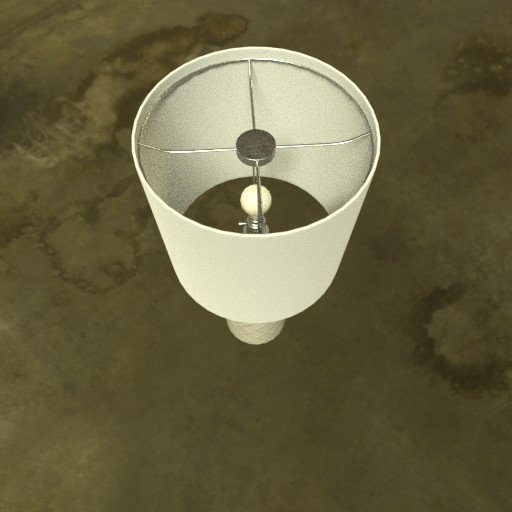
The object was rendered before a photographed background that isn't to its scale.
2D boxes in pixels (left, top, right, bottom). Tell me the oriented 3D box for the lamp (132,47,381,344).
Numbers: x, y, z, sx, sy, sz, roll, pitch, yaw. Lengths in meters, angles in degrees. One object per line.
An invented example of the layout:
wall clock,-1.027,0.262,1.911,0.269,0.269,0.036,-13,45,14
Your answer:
lamp,0.000,0.000,0.574,0.207,0.461,0.207,-3,63,-2
